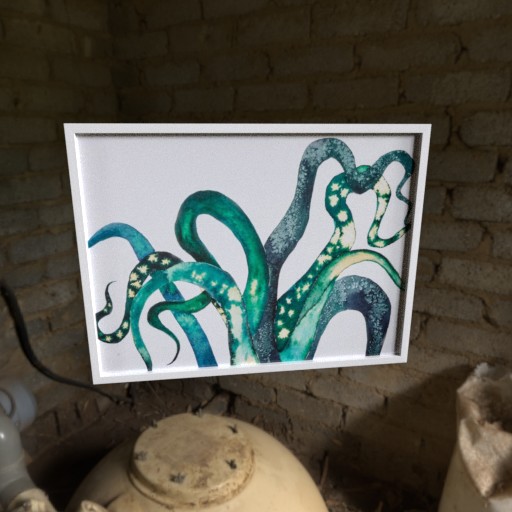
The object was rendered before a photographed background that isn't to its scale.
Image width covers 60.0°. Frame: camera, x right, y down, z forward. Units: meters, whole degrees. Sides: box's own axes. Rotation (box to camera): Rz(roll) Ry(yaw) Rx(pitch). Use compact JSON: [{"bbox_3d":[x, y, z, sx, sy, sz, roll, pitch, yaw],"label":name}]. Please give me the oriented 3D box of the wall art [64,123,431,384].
[{"bbox_3d":[0.000,0.000,1.379,1.041,0.787,0.053,-2,16,-7],"label":"wall art"}]
